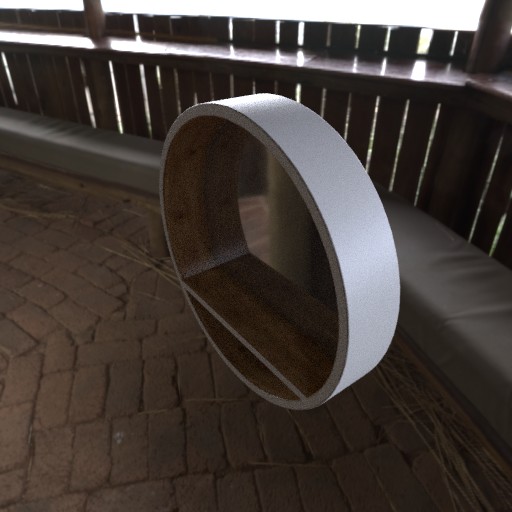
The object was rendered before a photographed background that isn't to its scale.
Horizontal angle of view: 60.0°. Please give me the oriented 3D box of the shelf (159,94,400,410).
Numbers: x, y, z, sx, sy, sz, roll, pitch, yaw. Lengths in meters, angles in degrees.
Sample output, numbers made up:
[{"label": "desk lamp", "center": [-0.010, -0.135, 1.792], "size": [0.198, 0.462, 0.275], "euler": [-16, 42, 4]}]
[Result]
[{"label": "shelf", "center": [0.000, 0.000, 1.192], "size": [0.158, 0.807, 0.806], "euler": [-22, 38, -31]}]
